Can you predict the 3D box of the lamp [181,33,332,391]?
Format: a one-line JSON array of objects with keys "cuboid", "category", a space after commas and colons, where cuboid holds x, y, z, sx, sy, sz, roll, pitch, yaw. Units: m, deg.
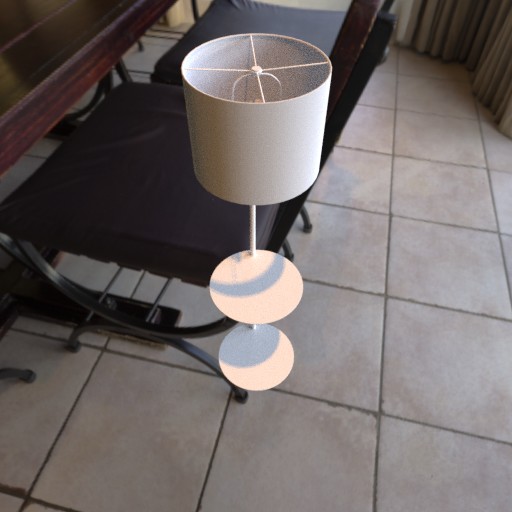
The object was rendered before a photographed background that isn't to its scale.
[{"cuboid": [0.000, 0.000, 1.657, 0.372, 1.465, 0.405, -4, 49, -3], "category": "lamp"}]
